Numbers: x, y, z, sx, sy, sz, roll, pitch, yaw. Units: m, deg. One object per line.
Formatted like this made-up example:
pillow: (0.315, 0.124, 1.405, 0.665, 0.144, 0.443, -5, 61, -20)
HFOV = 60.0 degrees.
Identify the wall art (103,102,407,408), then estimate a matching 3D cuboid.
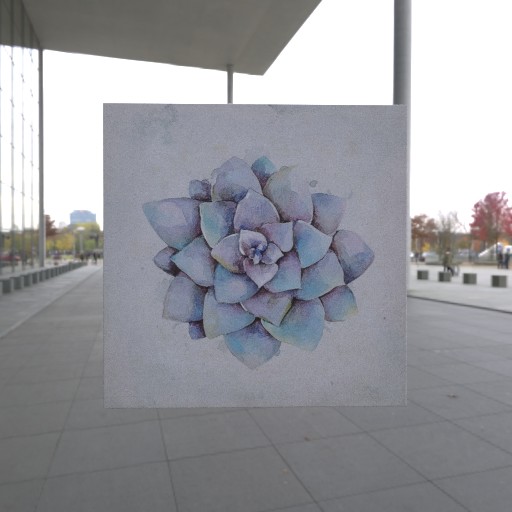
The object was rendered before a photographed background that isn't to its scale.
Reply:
wall art: (0.000, 0.000, 1.129, 0.762, 0.762, 0.038, 0, 1, -1)
